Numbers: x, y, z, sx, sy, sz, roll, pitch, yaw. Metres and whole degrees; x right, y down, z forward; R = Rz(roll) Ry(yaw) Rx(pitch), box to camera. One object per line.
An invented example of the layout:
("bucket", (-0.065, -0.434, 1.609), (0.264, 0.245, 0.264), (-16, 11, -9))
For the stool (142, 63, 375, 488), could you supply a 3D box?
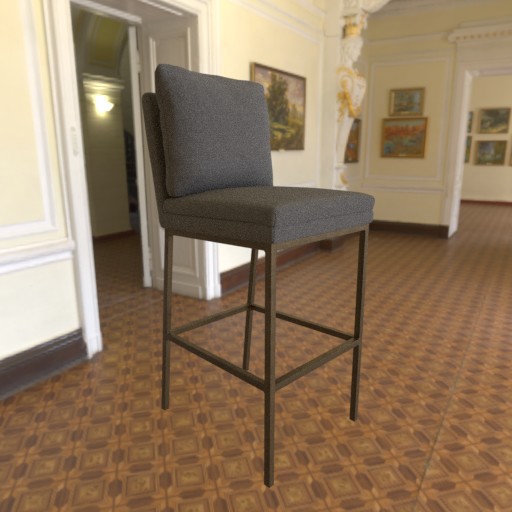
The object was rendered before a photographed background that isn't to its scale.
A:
("stool", (0.000, 0.000, 1.410), (0.569, 1.132, 0.463), (13, 18, 43))
